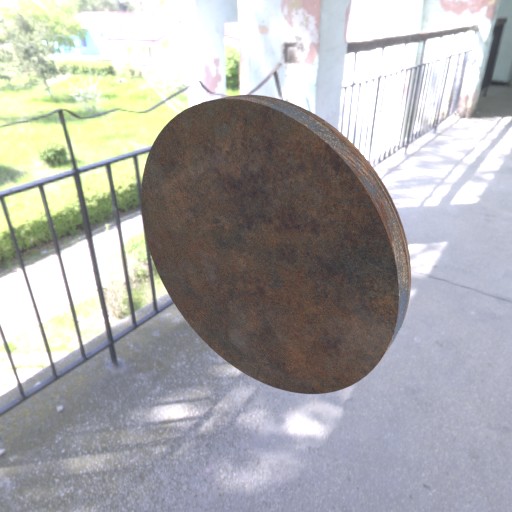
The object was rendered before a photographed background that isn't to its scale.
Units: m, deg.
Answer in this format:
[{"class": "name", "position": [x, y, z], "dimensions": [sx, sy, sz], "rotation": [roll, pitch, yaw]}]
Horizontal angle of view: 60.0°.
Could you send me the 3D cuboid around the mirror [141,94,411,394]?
[{"class": "mirror", "position": [0.000, 0.000, 0.852], "dimensions": [0.585, 0.585, 0.061], "rotation": [21, 36, 31]}]
